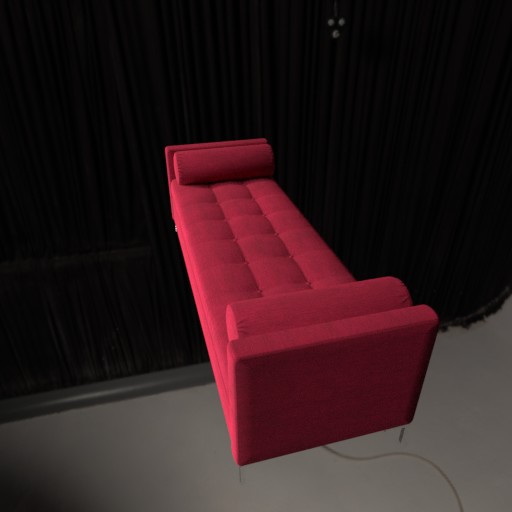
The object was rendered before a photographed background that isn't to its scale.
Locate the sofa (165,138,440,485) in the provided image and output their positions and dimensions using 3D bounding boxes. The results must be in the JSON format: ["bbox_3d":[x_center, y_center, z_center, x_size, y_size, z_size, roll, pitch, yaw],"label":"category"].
[{"bbox_3d":[0.000,0.000,2.286,0.686,0.635,1.981,-8,33,-13],"label":"sofa"}]
